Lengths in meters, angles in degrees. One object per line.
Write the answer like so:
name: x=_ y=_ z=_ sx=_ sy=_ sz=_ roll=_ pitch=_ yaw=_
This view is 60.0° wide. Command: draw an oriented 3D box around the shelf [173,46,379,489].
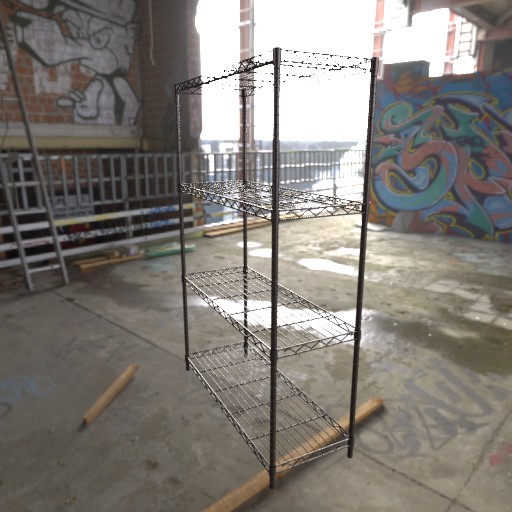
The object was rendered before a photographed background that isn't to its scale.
shelf: x=0.000 y=0.000 z=1.770 sx=0.352 sy=1.361 sz=0.907 roll=-7 pitch=16 yaw=-26
